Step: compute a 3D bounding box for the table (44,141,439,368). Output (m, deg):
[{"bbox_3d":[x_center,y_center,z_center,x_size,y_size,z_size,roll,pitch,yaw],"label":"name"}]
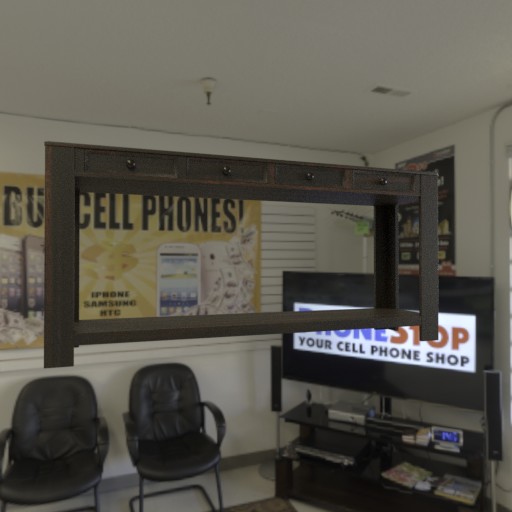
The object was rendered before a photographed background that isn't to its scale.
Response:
[{"bbox_3d":[0.000,0.000,1.921,1.631,0.762,0.384,0,-1,-19],"label":"table"}]
